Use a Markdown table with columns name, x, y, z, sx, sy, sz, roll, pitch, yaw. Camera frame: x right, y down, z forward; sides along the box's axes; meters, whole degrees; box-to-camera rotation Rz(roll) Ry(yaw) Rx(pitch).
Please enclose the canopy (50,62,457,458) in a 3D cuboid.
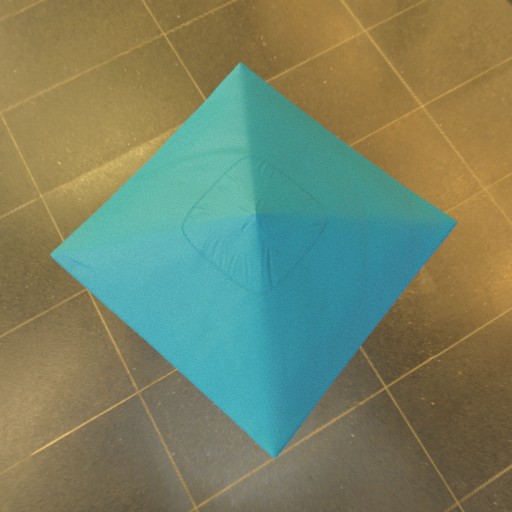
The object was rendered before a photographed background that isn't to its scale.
| name | x | y | z | sx | sy | sz | roll | pitch | yaw |
| --- | --- | --- | --- | --- | --- | --- | --- | --- | --- |
| canopy | 0.000 | 0.000 | 5.260 | 2.998 | 2.997 | 2.996 | 39 | 79 | 9 |
